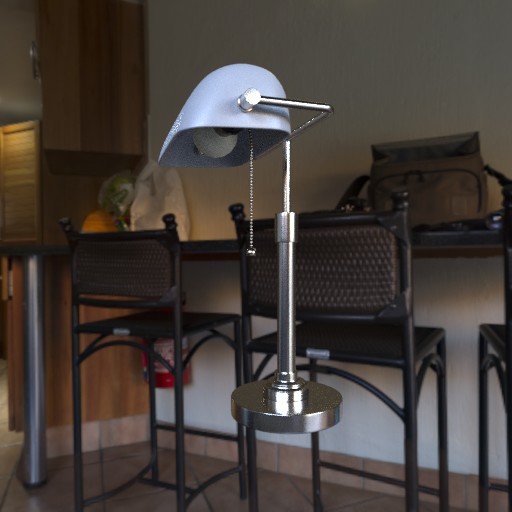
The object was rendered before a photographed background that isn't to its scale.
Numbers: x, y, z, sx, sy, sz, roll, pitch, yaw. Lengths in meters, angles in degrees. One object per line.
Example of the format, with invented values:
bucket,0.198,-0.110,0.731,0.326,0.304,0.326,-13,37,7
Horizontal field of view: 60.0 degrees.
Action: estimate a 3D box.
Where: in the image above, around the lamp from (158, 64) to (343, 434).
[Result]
lamp,0.000,0.000,0.559,0.227,0.404,0.269,0,1,-19
